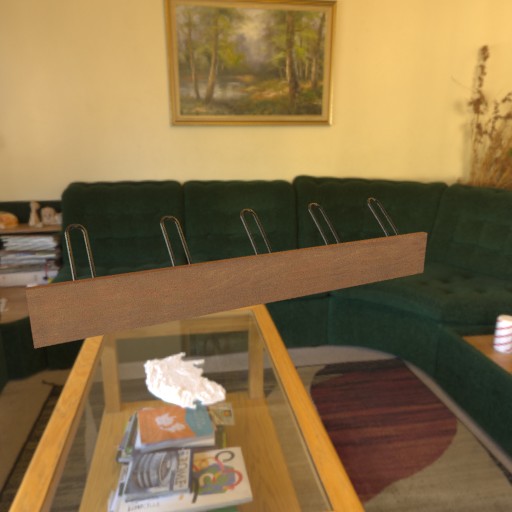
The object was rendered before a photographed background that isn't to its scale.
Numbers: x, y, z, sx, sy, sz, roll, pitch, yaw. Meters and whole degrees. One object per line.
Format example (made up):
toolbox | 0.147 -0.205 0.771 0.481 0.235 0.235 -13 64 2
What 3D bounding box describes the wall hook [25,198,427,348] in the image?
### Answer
wall hook | 0.000 0.000 0.598 0.554 0.116 0.076 -8 18 -26
